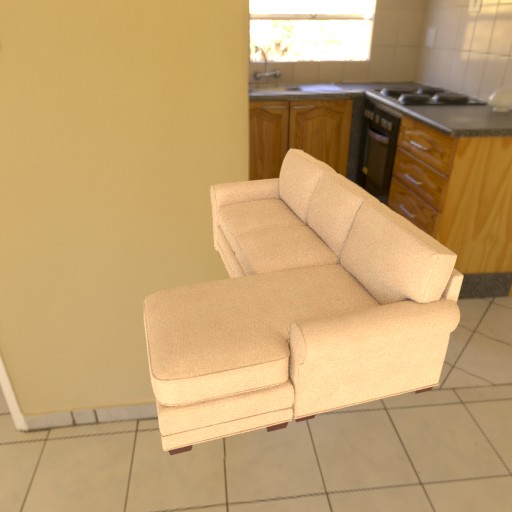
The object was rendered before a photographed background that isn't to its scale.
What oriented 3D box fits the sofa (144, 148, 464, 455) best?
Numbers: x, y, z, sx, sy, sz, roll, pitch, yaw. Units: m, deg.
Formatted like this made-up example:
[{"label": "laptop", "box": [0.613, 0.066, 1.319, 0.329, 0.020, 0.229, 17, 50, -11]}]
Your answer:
[{"label": "sofa", "box": [0.000, 0.000, 2.366, 1.226, 0.734, 1.770, -8, 29, -14]}]
